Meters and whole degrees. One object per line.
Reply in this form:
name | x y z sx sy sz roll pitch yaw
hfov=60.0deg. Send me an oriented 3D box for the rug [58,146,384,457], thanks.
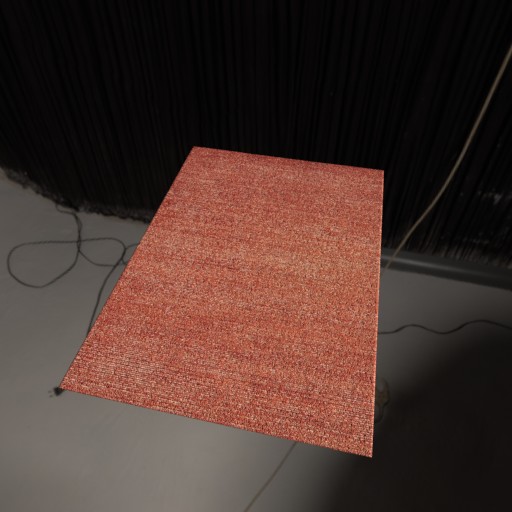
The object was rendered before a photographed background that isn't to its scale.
rug | 0.000 0.000 5.124 2.803 0.025 3.965 9 48 8
